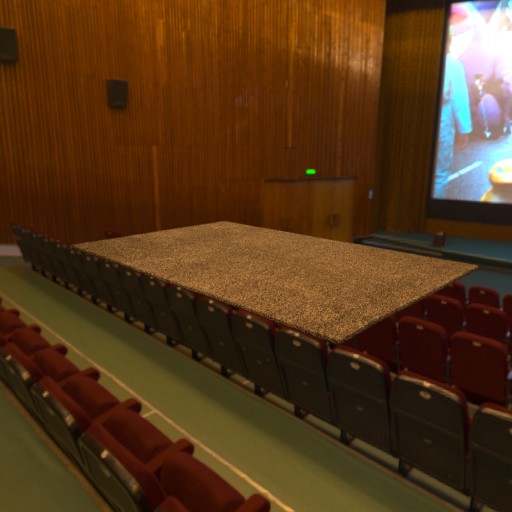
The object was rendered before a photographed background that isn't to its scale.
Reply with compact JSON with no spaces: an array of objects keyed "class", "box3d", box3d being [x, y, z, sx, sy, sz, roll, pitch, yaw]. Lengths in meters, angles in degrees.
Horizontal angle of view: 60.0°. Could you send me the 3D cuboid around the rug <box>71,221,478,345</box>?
[{"class":"rug","box3d":[0.000,0.000,2.983,2.352,0.025,1.501,13,19,43]}]
